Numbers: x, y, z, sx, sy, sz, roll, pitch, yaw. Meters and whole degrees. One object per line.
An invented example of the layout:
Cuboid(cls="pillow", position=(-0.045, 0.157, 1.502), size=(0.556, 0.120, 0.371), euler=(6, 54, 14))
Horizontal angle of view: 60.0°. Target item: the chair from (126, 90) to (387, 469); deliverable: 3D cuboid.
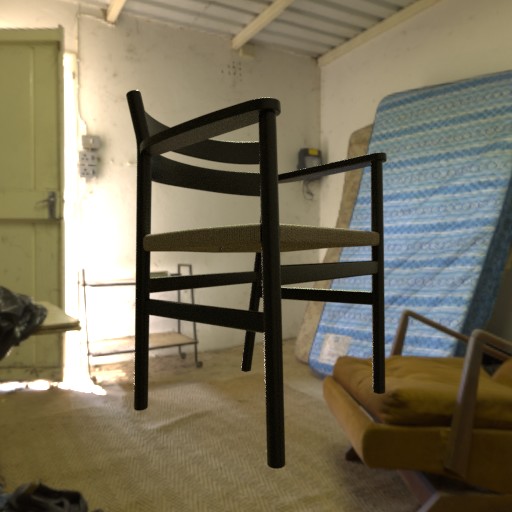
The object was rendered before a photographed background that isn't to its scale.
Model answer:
Cuboid(cls="chair", position=(0.000, 0.000, 1.167), size=(0.508, 0.775, 0.630), euler=(1, 1, 36))
